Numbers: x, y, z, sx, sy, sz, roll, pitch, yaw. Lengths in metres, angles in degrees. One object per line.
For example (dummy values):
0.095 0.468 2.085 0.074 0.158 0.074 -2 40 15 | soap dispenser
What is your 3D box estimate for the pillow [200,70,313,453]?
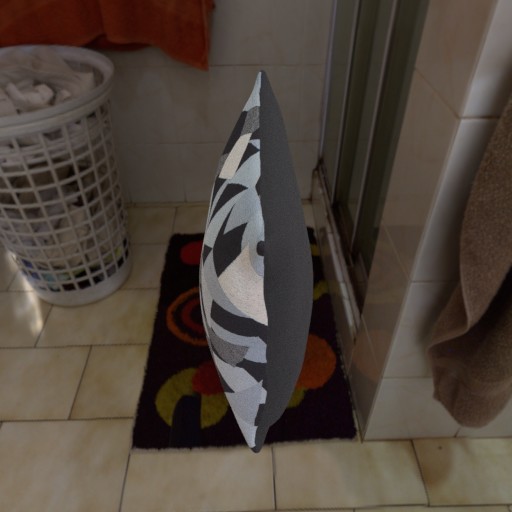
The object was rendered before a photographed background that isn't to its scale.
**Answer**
0.000 0.000 0.804 0.208 0.496 0.503 1 42 1 | pillow
